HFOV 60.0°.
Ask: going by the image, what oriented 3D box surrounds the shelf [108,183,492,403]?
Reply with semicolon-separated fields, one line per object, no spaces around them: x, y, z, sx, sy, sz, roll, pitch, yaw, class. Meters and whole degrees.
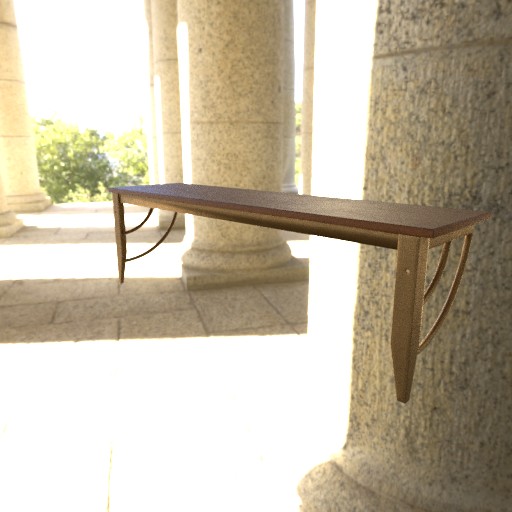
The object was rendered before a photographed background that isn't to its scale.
0.000;0.000;0.716;0.636;0.190;0.166;13;19;43;shelf
